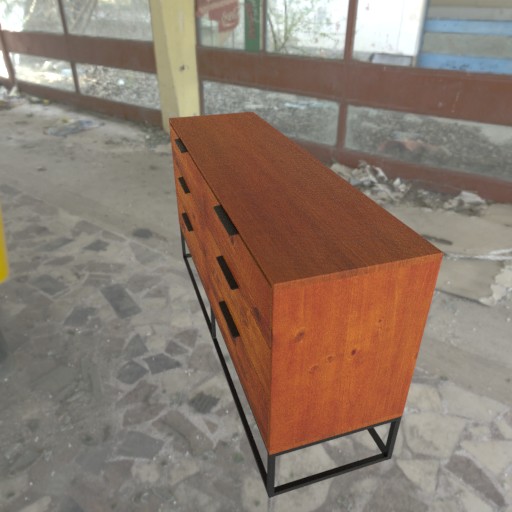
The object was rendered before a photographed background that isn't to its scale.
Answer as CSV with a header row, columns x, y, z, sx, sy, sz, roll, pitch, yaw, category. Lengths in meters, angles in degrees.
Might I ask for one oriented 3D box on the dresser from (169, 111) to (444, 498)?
x,y,z,sx,sy,sz,roll,pitch,yaw,category
0.000,0.000,1.853,0.464,0.810,1.536,-9,32,-15,dresser
